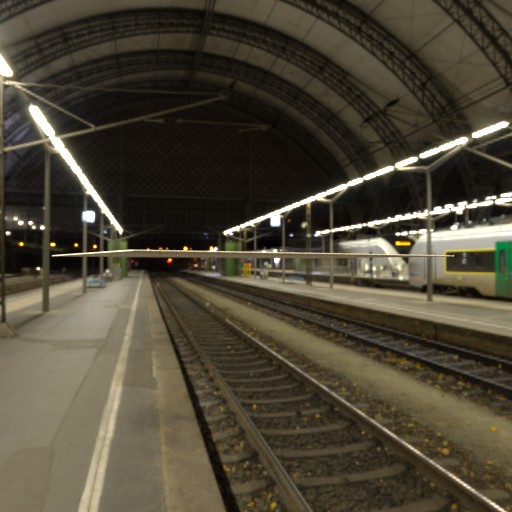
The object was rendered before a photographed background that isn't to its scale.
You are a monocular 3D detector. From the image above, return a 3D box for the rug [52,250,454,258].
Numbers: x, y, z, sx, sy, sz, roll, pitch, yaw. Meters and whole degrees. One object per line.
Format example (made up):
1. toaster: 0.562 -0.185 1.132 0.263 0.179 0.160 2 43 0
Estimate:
1. rug: 0.000 0.000 2.438 1.850 0.006 1.234 1 -1 -35
